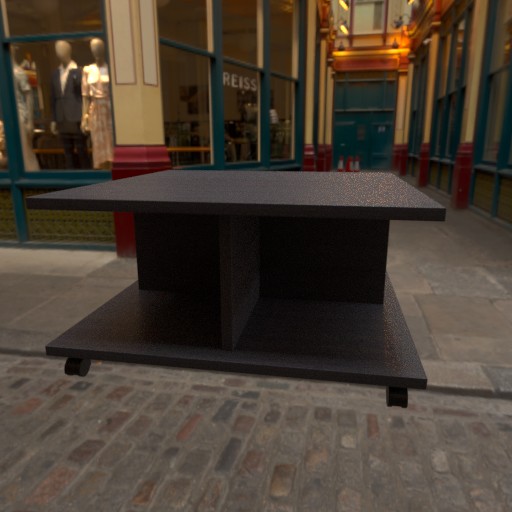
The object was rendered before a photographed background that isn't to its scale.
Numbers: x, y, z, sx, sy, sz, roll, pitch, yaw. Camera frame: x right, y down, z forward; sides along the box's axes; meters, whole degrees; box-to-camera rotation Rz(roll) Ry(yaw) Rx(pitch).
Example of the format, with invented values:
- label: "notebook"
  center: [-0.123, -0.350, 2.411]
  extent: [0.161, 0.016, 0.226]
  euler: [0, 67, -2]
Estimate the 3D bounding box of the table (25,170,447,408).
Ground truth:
- label: "table"
  center: [0.000, 0.000, 1.195]
  extent: [0.762, 0.396, 0.762]
  euler: [3, 15, 10]
